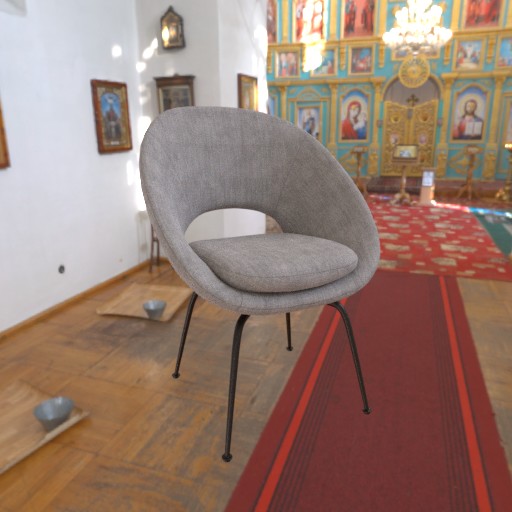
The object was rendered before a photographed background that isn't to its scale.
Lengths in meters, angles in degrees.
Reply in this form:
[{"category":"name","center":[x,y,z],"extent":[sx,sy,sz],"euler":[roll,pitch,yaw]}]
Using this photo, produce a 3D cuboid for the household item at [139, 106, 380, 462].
[{"category":"household item","center":[0.000,0.000,1.309],"extent":[0.643,0.869,0.587],"euler":[-7,16,-25]}]
